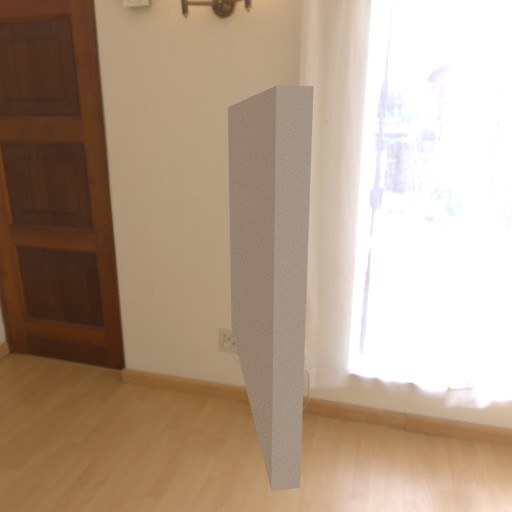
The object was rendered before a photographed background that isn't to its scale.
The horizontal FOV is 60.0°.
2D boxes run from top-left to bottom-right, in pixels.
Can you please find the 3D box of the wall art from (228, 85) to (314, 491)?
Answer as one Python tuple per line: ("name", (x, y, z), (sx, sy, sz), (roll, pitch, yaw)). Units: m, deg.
("wall art", (0.000, 0.000, 0.534), (0.027, 0.355, 0.355), (-3, 16, -9))
